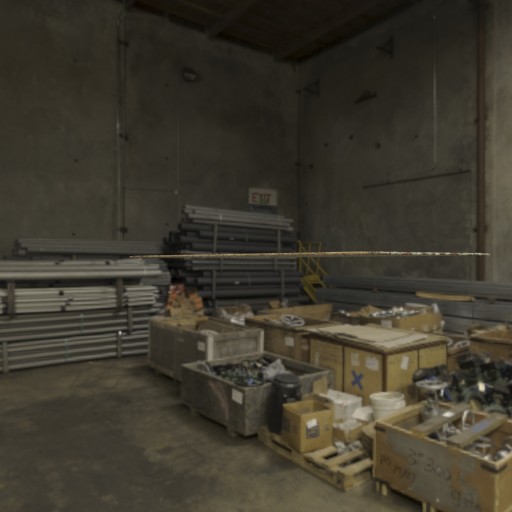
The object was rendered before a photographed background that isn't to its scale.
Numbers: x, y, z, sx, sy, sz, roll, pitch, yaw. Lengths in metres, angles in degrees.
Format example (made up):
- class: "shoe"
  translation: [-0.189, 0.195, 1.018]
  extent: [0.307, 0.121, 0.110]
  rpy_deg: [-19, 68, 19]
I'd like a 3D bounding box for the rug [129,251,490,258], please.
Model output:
- class: "rug"
  translation: [0.000, 0.000, 2.875]
  extent: [0.762, 0.011, 2.664]
  rpy_deg: [0, -1, -35]
